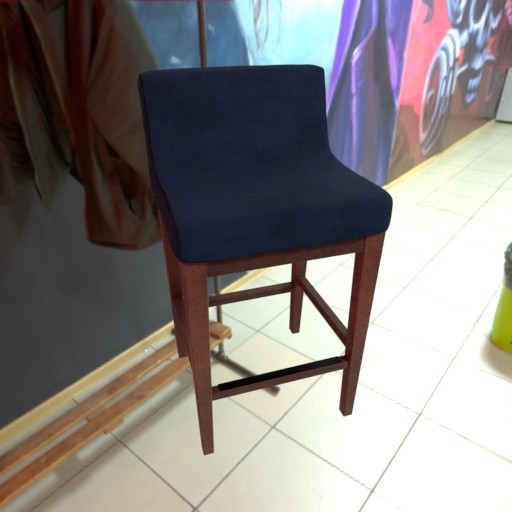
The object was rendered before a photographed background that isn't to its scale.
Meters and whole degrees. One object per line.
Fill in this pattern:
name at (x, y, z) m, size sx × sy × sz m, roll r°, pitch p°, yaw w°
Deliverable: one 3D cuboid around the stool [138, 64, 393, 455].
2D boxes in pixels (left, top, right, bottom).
stool at (0.000, 0.000, 1.246) m, size 0.511 × 0.945 × 0.516 m, roll -9°, pitch 31°, yaw -16°
